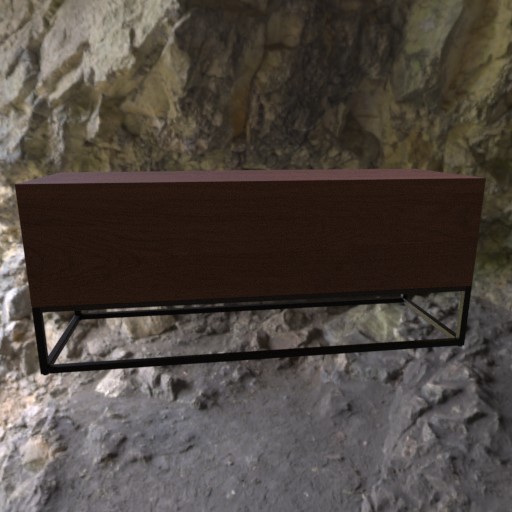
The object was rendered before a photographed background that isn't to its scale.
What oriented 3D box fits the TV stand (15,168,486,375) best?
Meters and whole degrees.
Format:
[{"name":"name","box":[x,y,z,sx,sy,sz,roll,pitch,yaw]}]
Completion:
[{"name":"TV stand","box":[0.000,0.000,1.380,1.200,0.500,0.415,-2,15,-8]}]
